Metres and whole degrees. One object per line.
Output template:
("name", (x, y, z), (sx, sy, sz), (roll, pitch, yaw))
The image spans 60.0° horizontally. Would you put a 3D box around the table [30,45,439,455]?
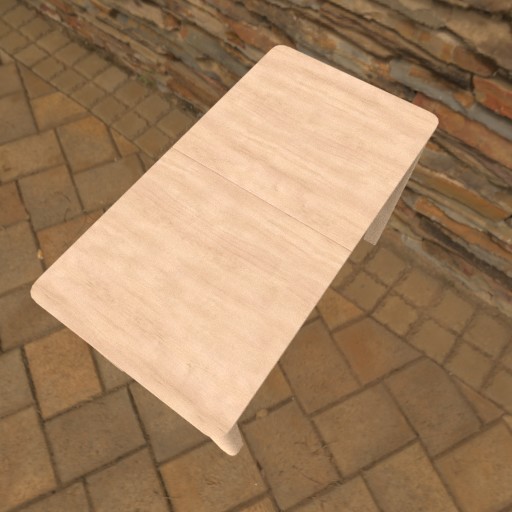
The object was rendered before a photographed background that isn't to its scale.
("table", (0.000, 0.000, 1.917), (0.750, 0.900, 1.400), (32, 67, 15))
